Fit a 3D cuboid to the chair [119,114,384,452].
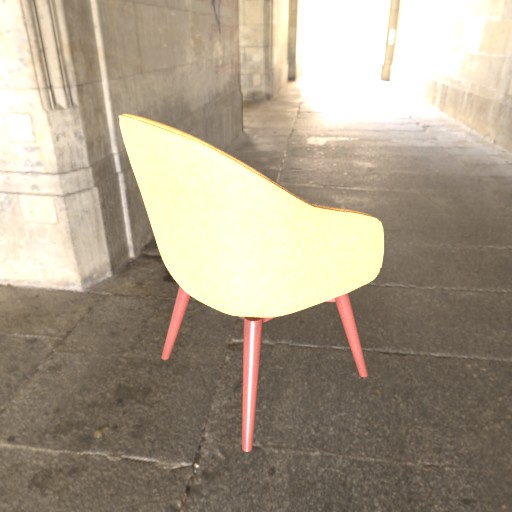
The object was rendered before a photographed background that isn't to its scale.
[{"bbox_3d":[0.000,0.000,1.263,0.635,0.823,0.596,-19,32,-33],"label":"chair"}]
